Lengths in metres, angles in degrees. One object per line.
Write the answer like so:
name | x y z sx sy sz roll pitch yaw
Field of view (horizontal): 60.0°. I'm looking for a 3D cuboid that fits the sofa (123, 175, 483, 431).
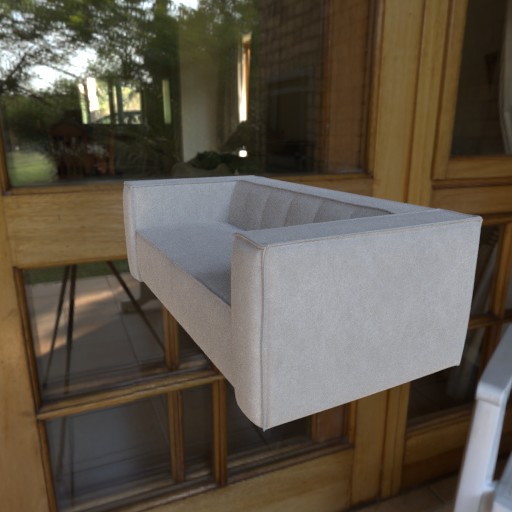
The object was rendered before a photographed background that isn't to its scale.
sofa | 0.000 0.000 2.414 1.038 0.680 1.995 -8 17 -26
